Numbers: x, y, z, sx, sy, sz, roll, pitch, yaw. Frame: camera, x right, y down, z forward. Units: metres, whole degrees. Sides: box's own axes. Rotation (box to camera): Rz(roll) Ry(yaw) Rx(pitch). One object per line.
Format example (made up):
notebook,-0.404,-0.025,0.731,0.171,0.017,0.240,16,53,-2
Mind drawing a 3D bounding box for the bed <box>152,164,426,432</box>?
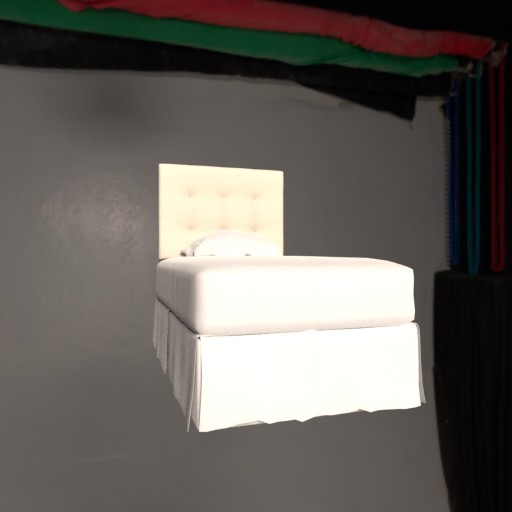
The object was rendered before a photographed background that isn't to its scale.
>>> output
bed,0.000,0.000,3.051,1.261,1.571,1.997,0,0,-18
